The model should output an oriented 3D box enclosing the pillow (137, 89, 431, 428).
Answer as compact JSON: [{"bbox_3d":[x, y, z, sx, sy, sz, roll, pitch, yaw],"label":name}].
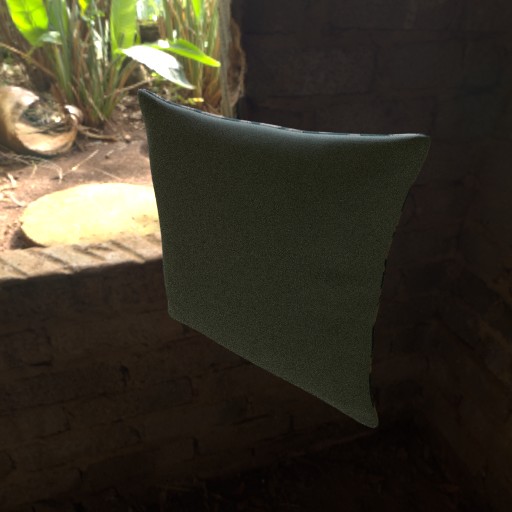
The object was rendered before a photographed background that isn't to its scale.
[{"bbox_3d":[0.000,0.000,0.780,0.525,0.508,0.166,21,36,32],"label":"pillow"}]
